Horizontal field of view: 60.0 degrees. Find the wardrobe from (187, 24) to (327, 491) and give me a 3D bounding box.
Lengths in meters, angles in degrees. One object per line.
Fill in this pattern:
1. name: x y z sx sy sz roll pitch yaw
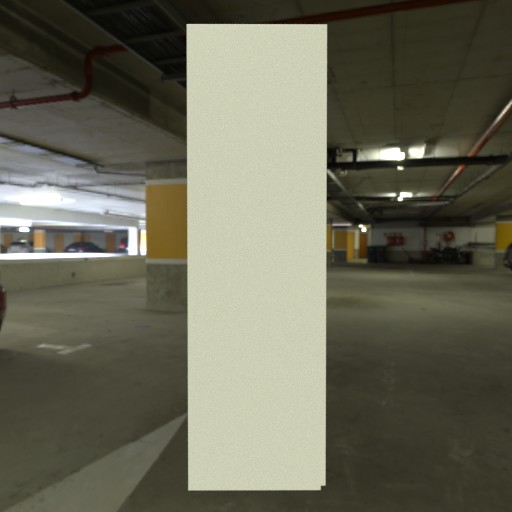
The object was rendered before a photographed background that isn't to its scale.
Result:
1. wardrobe: 0.000 0.000 2.831 0.600 2.020 1.830 0 1 0
